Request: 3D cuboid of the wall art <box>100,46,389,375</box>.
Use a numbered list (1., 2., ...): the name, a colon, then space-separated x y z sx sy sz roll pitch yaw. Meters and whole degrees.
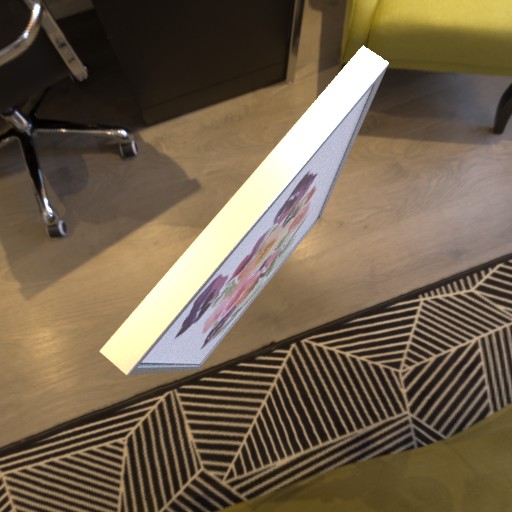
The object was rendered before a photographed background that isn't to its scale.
1. wall art: 0.000 0.000 0.746 0.038 0.549 0.452 38 79 9
